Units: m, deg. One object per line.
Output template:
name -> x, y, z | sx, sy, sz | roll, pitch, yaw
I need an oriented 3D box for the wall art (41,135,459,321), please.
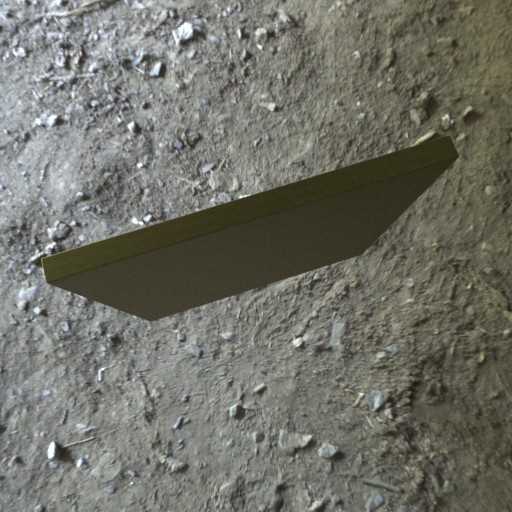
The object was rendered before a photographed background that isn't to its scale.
wall art -> 0.000, 0.000, 0.762 | 0.503, 0.506, 0.031 | -17, 77, -4
